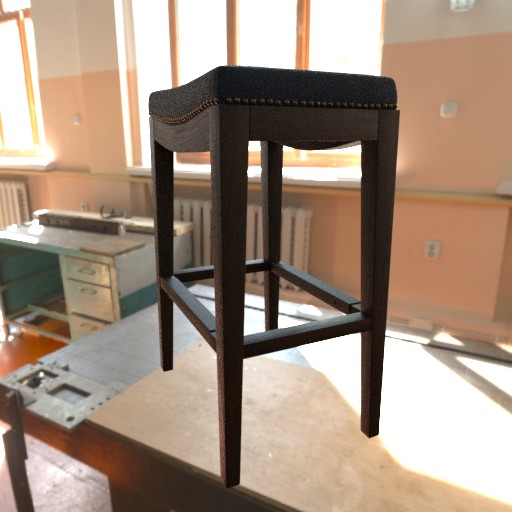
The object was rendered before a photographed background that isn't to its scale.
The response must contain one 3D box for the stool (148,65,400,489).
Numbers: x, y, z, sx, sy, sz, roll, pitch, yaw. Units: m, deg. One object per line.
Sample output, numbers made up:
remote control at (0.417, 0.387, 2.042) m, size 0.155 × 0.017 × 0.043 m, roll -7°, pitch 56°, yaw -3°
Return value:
stool at (0.000, 0.000, 1.012) m, size 0.358 × 0.740 × 0.498 m, roll -7°, pitch 17°, yaw -25°
